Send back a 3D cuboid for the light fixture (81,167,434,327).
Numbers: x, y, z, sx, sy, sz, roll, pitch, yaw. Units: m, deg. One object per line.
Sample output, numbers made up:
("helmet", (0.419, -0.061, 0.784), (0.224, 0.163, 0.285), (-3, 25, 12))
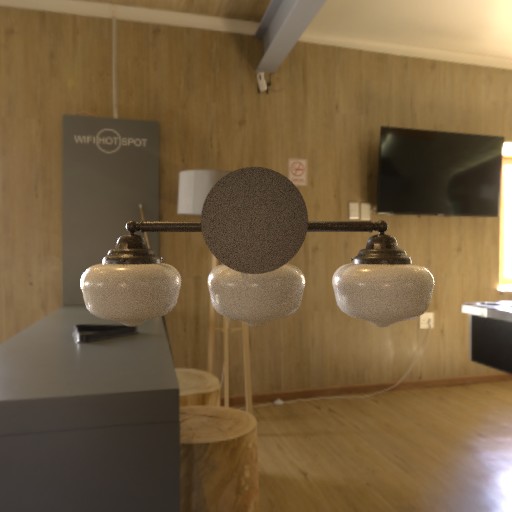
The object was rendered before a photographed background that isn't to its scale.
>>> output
("light fixture", (0.000, 0.000, 0.713), (0.587, 0.242, 0.239), (0, 1, 1))
